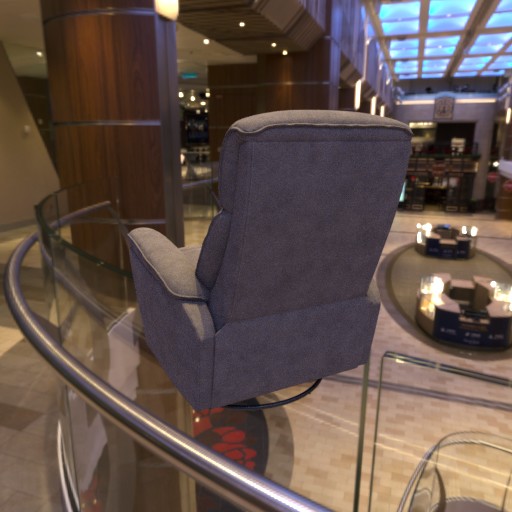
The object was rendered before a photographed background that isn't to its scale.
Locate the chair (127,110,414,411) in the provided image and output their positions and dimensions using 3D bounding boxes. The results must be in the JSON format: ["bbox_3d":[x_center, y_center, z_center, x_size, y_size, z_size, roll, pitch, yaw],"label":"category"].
[{"bbox_3d":[0.000,0.000,1.727,0.830,1.036,1.009,-7,17,-26],"label":"chair"}]
